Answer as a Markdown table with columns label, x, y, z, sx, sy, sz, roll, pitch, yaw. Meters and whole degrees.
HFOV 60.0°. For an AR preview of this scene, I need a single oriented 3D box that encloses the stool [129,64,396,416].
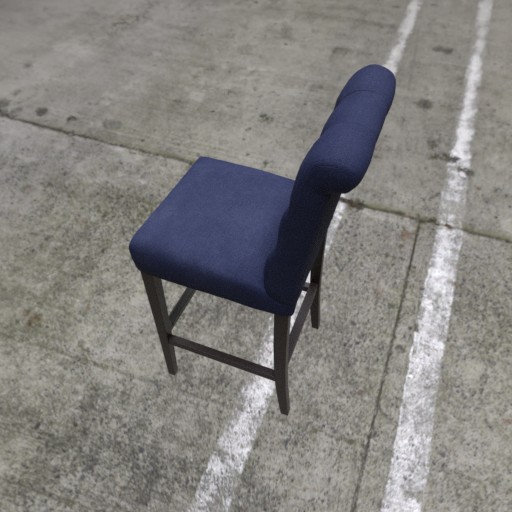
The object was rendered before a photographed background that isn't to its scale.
| label | x | y | z | sx | sy | sz | roll | pitch | yaw |
| --- | --- | --- | --- | --- | --- | --- | --- | --- | --- |
| stool | 0.000 | 0.000 | 1.432 | 0.601 | 1.140 | 0.493 | 16 | 48 | 15 |
